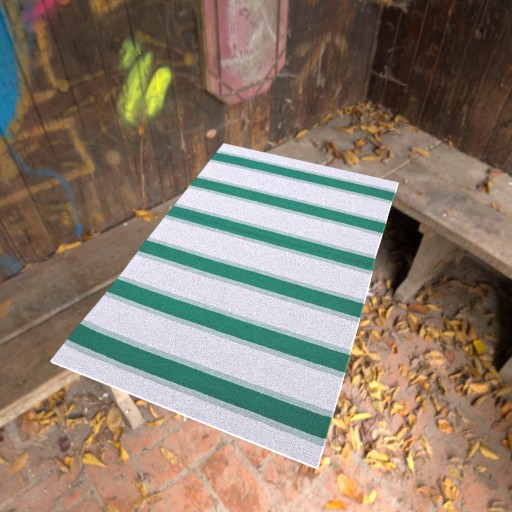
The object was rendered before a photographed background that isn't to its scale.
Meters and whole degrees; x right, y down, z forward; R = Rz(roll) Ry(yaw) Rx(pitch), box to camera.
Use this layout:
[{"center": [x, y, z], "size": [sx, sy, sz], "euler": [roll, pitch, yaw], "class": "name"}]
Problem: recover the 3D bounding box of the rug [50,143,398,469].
[{"center": [0.000, 0.000, 2.359], "size": [1.210, 0.012, 1.829], "euler": [16, 49, 14], "class": "rug"}]
